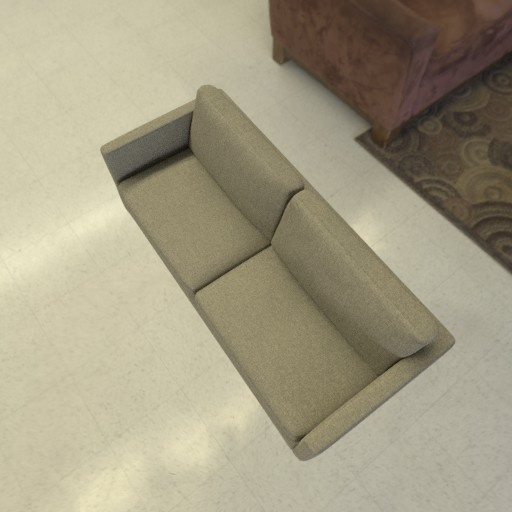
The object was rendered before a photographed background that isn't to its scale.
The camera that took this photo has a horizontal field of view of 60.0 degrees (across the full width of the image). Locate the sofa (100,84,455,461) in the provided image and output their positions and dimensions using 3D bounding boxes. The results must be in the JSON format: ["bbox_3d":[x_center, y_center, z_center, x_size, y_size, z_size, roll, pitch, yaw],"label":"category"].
[{"bbox_3d":[0.000,0.000,2.746,0.956,0.960,2.208,-32,67,-15],"label":"sofa"}]
